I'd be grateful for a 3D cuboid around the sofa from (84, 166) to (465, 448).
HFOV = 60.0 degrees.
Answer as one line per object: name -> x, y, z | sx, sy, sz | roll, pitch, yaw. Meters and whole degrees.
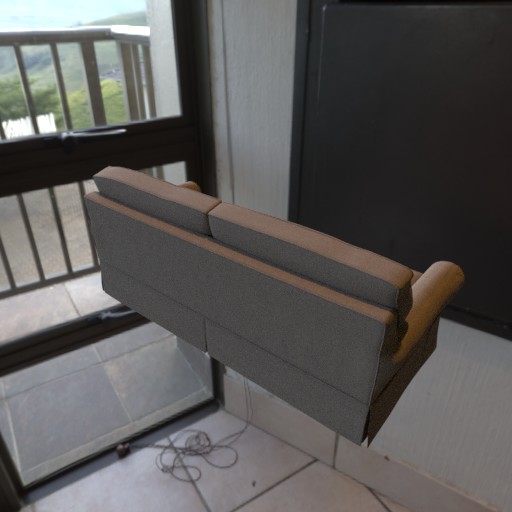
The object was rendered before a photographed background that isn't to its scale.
sofa -> 0.000, 0.000, 2.787 | 2.248, 0.943, 0.991 | 22, 36, 33
